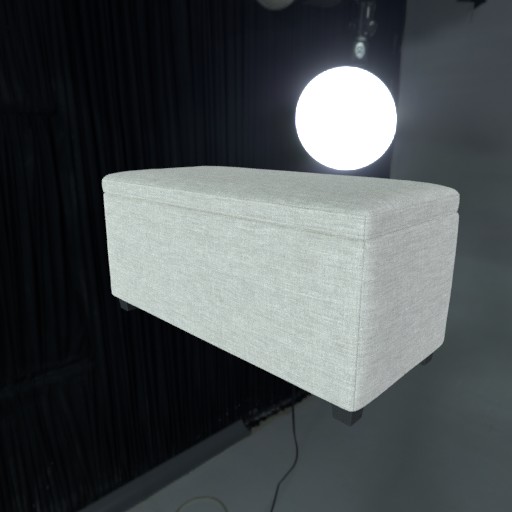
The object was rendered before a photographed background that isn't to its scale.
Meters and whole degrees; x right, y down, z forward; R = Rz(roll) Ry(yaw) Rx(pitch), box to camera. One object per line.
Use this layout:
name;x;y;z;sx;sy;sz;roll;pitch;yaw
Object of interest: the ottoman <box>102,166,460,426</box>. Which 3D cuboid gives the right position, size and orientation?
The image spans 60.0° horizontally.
ottoman;0.000;0.000;1.178;0.902;0.432;0.419;15;21;42
